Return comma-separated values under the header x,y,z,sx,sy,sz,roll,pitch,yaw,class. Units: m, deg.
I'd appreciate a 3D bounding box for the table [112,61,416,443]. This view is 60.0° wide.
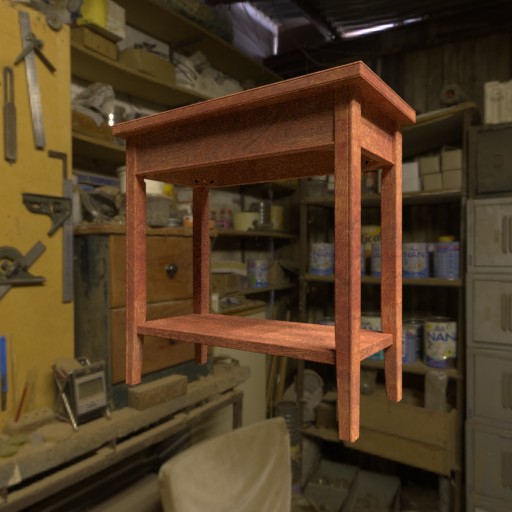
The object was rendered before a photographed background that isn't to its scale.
x,y,z,sx,sy,sz,roll,pitch,yaw,class
0.000,0.000,0.987,0.610,0.610,0.305,0,0,35,table
